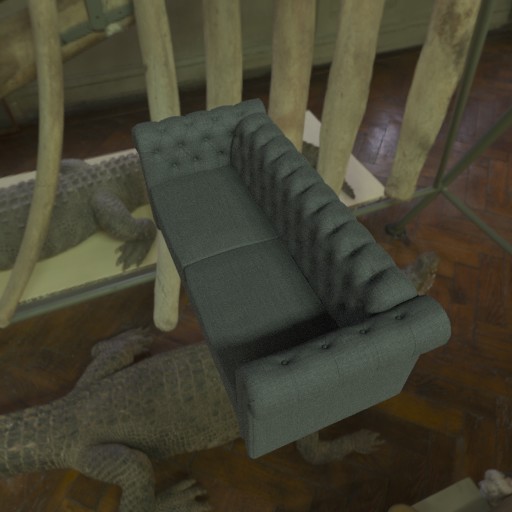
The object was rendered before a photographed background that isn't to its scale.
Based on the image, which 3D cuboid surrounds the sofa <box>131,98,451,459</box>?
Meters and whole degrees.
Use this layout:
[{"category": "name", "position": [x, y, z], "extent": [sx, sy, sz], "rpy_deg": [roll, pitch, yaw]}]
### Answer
[{"category": "sofa", "position": [0.000, 0.000, 2.279], "extent": [0.783, 0.797, 1.798], "rpy_deg": [-18, 50, -16]}]
